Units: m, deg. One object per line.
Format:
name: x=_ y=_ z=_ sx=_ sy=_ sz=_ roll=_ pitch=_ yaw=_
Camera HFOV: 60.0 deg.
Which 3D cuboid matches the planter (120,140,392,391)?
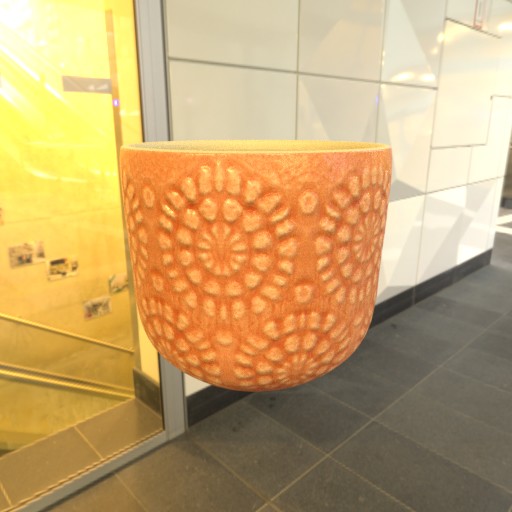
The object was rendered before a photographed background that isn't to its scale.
planter: x=0.000 y=0.000 z=0.223 sx=0.124 sy=0.109 sz=0.124 roll=0 pitch=17 yaw=0
